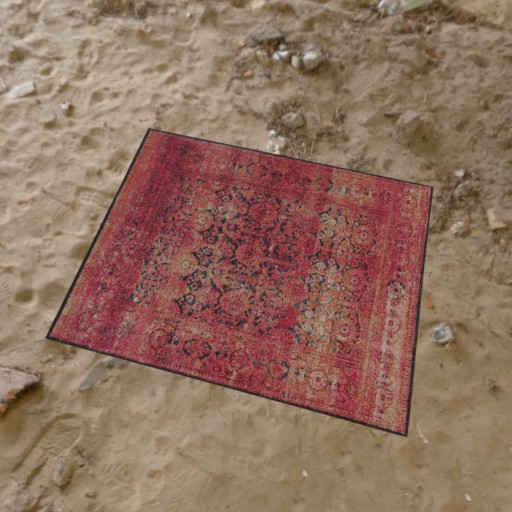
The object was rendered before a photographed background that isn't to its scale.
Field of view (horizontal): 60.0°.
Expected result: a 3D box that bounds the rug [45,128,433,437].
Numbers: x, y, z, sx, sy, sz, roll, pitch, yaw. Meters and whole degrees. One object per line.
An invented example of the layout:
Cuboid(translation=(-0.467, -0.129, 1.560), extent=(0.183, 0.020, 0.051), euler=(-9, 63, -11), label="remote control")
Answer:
Cuboid(translation=(0.000, 0.000, 4.071), extent=(3.032, 0.020, 2.411), euler=(13, 64, 7), label="rug")
